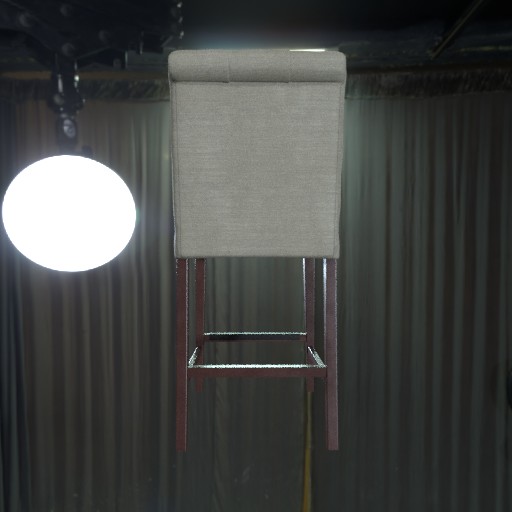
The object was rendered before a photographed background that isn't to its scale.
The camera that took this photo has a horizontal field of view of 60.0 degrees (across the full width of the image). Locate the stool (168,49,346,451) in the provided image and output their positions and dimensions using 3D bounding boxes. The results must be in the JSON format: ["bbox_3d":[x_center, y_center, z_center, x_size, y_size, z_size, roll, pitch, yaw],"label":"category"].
[{"bbox_3d":[0.000,0.000,1.456,0.486,1.084,0.660,0,1,-1],"label":"stool"}]
